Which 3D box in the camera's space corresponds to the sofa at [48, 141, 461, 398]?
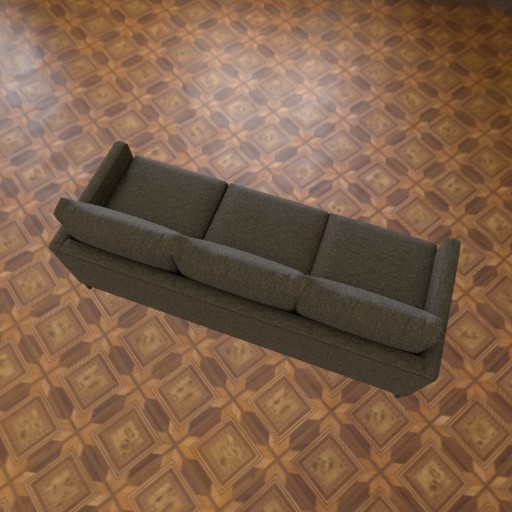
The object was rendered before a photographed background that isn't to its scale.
[{"bbox_3d":[0.000,0.000,2.704,2.253,0.879,0.876,18,65,9],"label":"sofa"}]
